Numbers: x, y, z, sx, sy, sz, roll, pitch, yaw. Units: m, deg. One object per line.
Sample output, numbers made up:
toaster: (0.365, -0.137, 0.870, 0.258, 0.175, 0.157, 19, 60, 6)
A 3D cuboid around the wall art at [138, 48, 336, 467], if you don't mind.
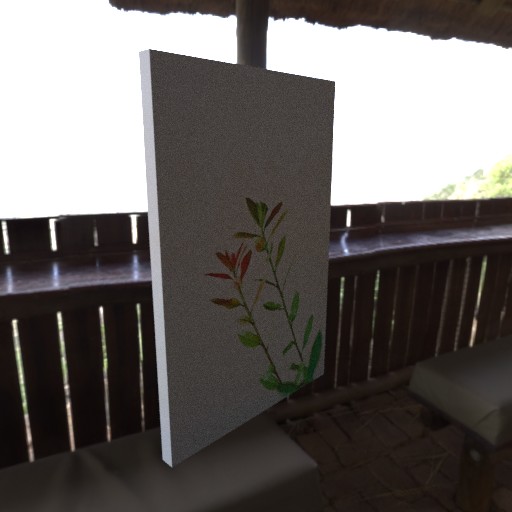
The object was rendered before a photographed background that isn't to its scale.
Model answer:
wall art: (0.000, 0.000, 1.163, 0.039, 0.915, 0.612, 13, 19, 42)
